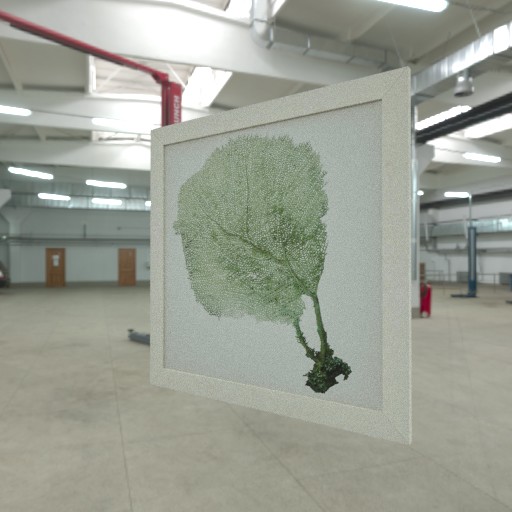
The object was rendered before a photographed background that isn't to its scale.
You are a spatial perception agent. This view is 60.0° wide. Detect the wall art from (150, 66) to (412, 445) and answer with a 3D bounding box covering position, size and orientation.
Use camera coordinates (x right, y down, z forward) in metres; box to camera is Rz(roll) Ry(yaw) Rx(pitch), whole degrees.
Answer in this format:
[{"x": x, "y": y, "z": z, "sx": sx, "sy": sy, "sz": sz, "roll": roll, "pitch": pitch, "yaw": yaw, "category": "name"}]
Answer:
[{"x": 0.000, "y": 0.000, "z": 0.859, "sx": 0.584, "sy": 0.584, "sz": 0.013, "roll": 0, "pitch": -1, "yaw": 35, "category": "wall art"}]
